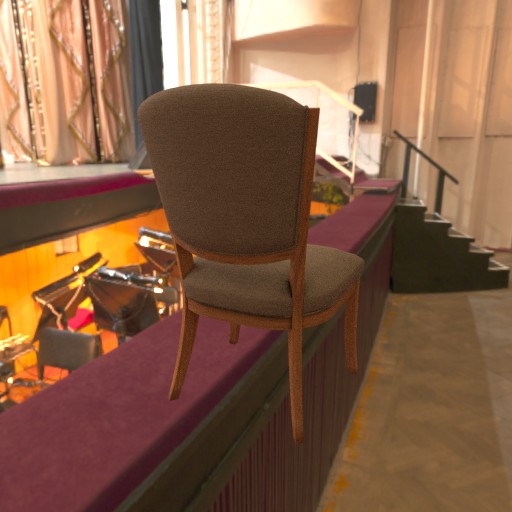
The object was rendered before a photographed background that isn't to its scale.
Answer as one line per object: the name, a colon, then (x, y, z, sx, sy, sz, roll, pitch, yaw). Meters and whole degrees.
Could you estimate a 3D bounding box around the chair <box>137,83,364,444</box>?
chair: (0.000, 0.000, 1.310, 0.513, 0.905, 0.584, 8, 17, 27)
